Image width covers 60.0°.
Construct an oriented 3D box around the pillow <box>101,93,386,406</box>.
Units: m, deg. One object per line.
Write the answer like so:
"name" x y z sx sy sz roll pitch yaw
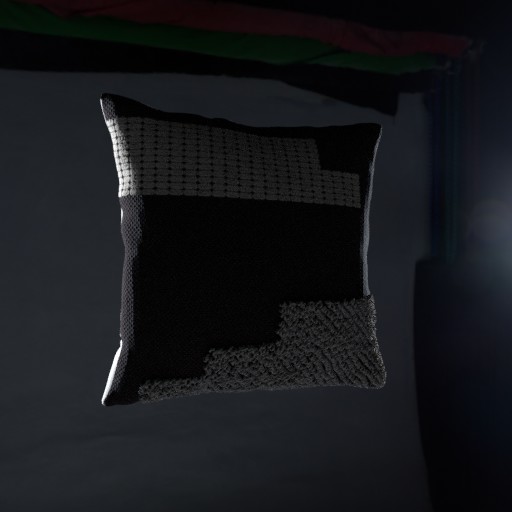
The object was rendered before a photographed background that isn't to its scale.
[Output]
"pillow" 0.000 0.000 0.718 0.475 0.473 0.178 0 1 -17
